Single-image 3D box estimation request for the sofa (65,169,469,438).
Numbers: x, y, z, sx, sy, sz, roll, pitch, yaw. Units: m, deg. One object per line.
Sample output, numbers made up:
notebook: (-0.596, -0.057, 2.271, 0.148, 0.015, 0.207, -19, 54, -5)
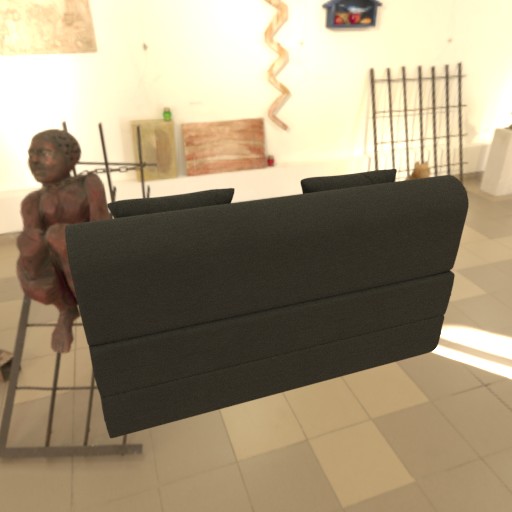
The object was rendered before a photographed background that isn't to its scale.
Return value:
sofa: (0.000, 0.000, 1.686, 1.225, 0.670, 0.762, -10, 30, -17)
